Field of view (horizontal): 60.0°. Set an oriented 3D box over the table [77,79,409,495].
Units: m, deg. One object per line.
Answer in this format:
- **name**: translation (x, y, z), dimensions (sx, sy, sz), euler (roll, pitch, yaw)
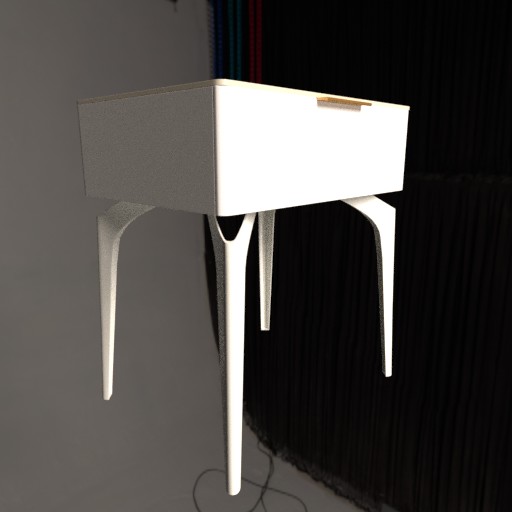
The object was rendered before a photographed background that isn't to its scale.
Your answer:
- **table**: translation (0.000, 0.000, 0.875), dimensions (0.400, 0.570, 0.500), euler (13, 19, 42)
